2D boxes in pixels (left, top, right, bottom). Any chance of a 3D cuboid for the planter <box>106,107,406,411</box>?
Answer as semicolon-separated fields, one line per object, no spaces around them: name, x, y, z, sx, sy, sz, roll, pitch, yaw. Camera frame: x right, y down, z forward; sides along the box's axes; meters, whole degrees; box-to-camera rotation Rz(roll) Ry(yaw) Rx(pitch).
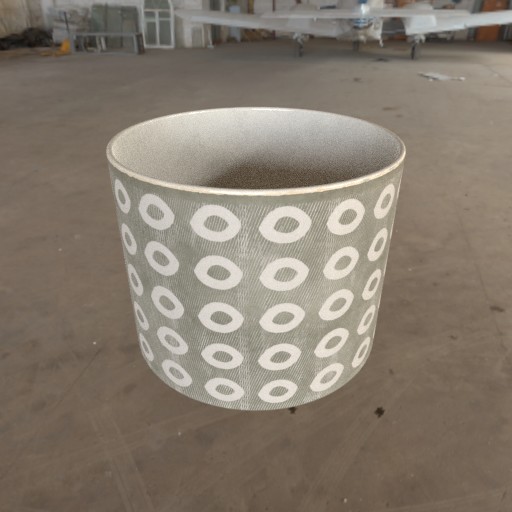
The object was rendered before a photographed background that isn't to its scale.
planter;0.000;0.000;0.445;0.250;0.239;0.250;0;30;0
